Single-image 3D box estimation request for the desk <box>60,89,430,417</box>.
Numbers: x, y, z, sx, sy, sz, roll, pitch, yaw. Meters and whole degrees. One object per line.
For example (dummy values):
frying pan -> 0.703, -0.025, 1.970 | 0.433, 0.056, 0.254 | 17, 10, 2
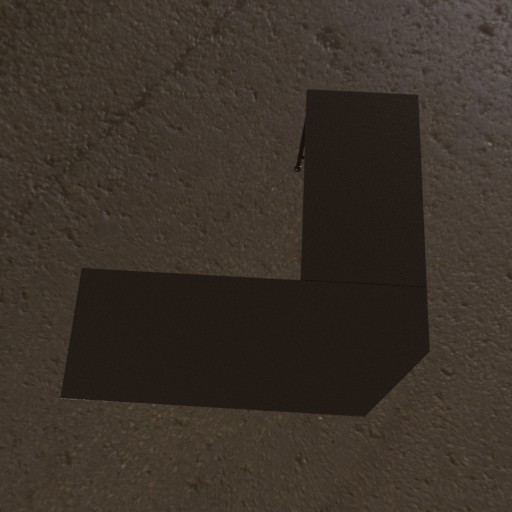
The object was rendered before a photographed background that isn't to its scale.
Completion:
desk -> 0.000, 0.000, 2.173 | 1.379, 0.739, 1.379 | 3, 75, 1
